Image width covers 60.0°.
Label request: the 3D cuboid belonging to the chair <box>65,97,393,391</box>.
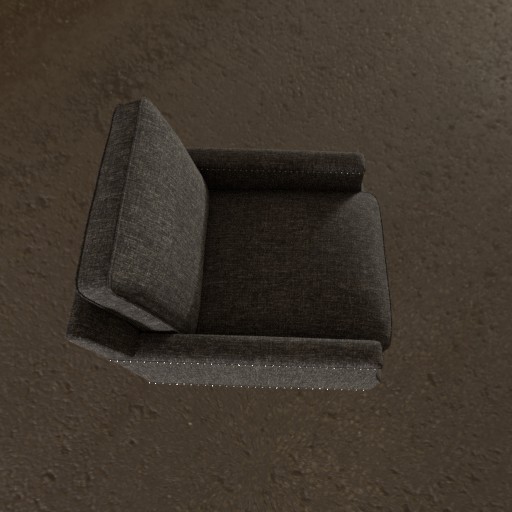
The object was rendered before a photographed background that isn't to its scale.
[{"bbox_3d":[0.000,0.000,1.662,1.014,0.943,0.853,2,65,1],"label":"chair"}]
